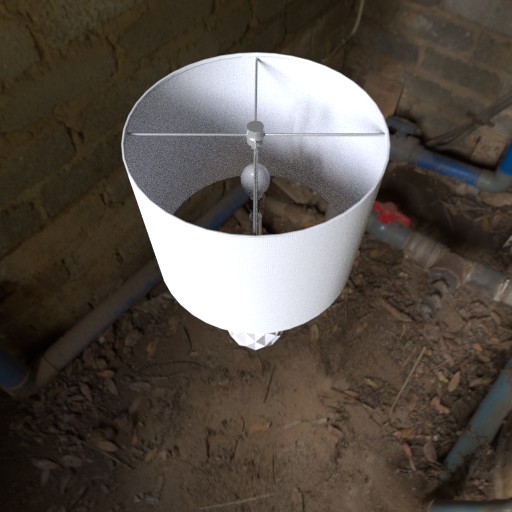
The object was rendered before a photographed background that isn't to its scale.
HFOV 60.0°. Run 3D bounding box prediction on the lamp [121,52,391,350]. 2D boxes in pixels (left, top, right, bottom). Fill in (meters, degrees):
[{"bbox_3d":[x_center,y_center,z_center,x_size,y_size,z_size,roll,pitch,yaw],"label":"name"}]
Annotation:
[{"bbox_3d":[0.000,0.000,0.709,0.297,0.522,0.297,0,57,0],"label":"lamp"}]
